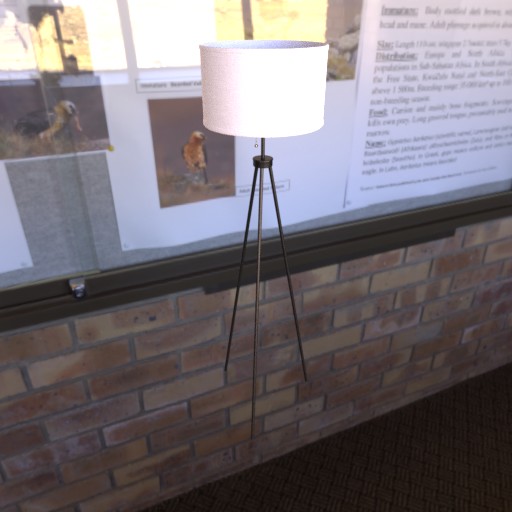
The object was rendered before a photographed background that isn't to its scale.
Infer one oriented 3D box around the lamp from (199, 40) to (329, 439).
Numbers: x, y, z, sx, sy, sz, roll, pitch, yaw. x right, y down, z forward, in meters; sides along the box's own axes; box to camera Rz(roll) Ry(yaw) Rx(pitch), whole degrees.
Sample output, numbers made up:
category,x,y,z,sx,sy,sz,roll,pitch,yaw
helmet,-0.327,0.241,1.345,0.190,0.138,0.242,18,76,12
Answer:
category,x,y,z,sx,sy,sz,roll,pitch,yaw
lamp,0.000,0.000,1.784,0.458,1.545,0.448,18,34,29
